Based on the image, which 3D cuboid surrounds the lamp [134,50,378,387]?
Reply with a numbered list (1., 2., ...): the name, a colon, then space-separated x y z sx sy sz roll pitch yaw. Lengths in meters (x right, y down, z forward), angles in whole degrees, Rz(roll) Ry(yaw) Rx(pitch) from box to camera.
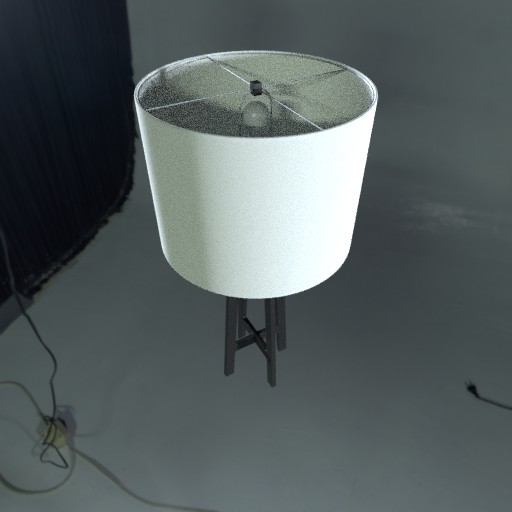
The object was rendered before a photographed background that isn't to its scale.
1. lamp: 0.000 0.000 0.634 0.257 0.489 0.257 10 41 12
